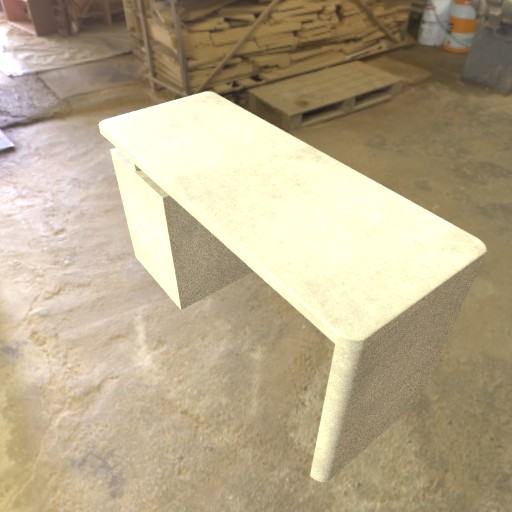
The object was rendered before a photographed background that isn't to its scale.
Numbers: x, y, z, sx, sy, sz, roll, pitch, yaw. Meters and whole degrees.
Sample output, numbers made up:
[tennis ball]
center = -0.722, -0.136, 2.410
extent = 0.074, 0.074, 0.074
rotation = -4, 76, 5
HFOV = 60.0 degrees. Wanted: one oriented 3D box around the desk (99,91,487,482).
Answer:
[desk]
center = 0.000, 0.000, 1.740
extent = 0.550, 0.755, 1.400
rotation = -27, 48, -27
